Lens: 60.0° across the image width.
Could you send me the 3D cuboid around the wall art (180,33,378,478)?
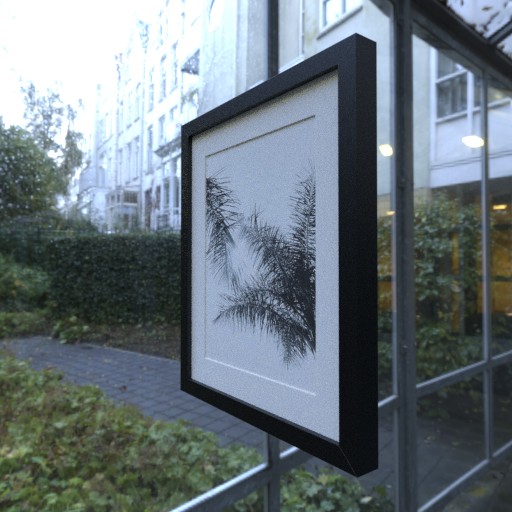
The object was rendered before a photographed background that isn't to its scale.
[{"bbox_3d":[0.000,0.000,0.517,0.028,0.380,0.325,1,-1,-37],"label":"wall art"}]
